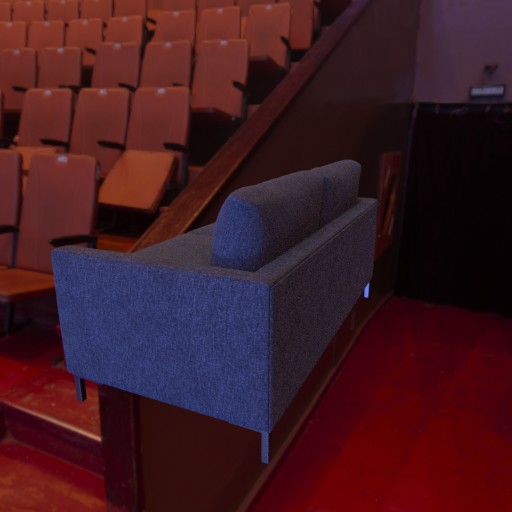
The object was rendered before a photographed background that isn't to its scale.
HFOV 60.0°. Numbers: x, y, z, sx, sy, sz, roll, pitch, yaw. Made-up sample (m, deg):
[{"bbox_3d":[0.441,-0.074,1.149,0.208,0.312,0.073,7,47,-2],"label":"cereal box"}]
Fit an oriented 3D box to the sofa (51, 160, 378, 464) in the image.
[{"bbox_3d":[0.000,0.000,2.180,0.866,0.862,1.716,7,18,24],"label":"sofa"}]
